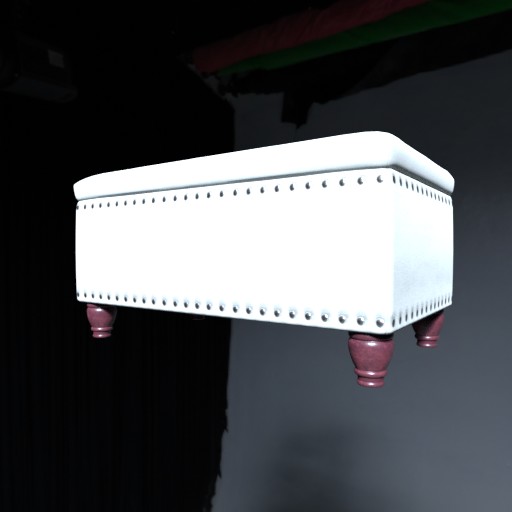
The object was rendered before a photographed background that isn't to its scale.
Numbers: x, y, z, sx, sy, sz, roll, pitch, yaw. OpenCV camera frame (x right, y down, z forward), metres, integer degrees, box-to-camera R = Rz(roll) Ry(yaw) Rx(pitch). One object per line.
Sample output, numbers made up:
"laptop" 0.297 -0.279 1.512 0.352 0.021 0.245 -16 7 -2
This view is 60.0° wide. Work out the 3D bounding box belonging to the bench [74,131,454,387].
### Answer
"bench" 0.000 0.000 1.173 0.887 0.449 0.500 0 1 35
